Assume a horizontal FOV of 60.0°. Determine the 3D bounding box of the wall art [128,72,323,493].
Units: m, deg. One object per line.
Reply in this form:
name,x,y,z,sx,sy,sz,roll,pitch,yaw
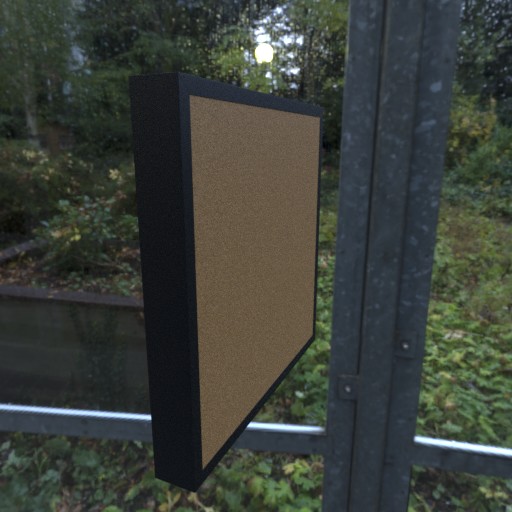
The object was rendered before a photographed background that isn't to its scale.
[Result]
wall art,0.000,0.000,0.446,0.038,0.304,0.305,7,16,24
